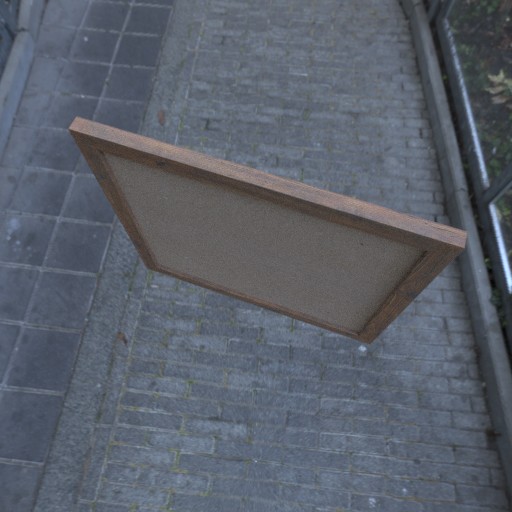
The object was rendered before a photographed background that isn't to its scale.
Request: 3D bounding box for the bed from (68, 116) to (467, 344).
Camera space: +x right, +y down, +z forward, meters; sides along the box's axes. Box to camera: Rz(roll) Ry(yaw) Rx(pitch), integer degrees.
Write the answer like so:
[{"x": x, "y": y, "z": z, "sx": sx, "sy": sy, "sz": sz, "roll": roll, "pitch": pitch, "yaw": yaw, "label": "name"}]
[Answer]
[{"x": 0.000, "y": 0.000, "z": 1.539, "sx": 1.046, "sy": 0.942, "sz": 0.046, "roll": 18, "pitch": 66, "yaw": 8, "label": "bed"}]
